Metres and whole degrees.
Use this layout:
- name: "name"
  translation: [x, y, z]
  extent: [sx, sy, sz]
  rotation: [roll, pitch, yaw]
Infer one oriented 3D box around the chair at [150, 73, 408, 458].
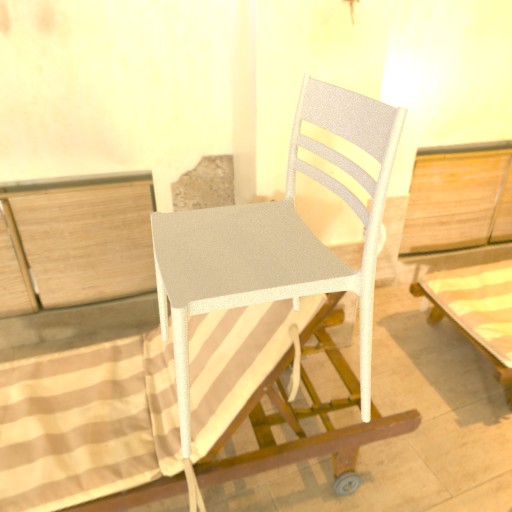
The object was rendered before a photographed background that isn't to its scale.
- name: "chair"
  translation: [0.000, 0.000, 1.135]
  extent: [0.511, 0.800, 0.531]
  rotation: [-8, 31, -14]
